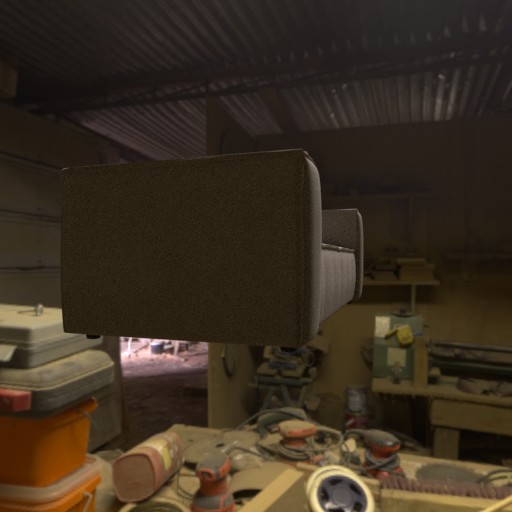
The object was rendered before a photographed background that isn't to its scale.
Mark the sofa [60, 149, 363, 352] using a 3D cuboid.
[{"bbox_3d":[0.000,0.000,2.498,1.038,0.680,1.995,0,-1,18],"label":"sofa"}]
